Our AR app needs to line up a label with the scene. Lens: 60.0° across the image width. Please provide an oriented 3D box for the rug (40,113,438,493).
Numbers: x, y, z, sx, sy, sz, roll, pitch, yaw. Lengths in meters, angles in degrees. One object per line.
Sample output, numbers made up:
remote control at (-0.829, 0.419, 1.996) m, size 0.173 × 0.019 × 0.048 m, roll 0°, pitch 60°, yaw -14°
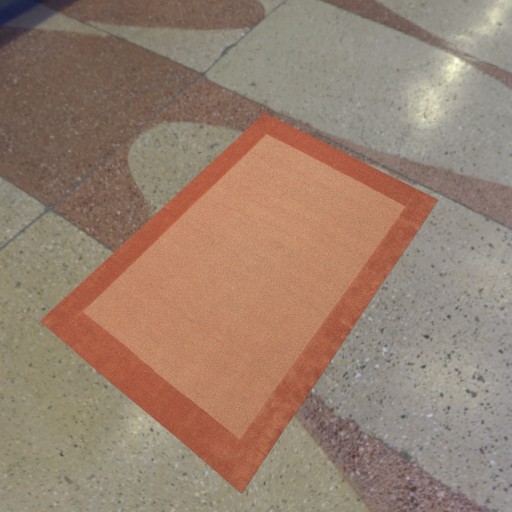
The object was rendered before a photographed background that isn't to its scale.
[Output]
rug at (0.000, 0.000, 2.314) m, size 1.219 × 0.014 × 1.829 m, roll 32°, pitch 63°, yaw 18°
